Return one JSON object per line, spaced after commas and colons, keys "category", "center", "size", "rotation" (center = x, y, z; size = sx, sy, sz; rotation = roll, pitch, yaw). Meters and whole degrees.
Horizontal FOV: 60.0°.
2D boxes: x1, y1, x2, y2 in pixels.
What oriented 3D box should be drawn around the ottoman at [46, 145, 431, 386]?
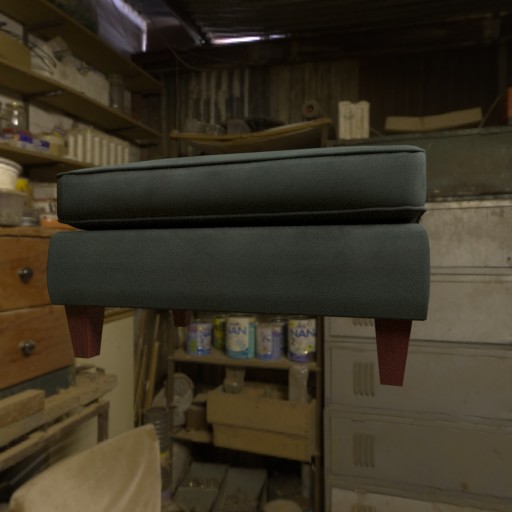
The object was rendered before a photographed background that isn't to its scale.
{"category": "ottoman", "center": [0.000, 0.000, 1.218], "size": [0.864, 0.495, 0.632], "rotation": [0, 0, 18]}
